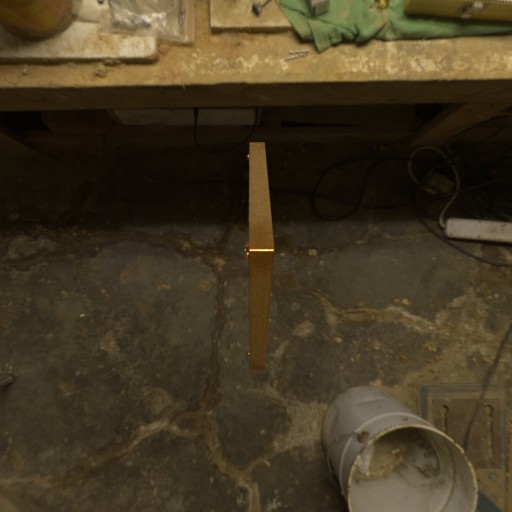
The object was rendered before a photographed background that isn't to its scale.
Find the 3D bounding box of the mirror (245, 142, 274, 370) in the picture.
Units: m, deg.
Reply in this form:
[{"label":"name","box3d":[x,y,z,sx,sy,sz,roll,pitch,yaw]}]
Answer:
[{"label":"mirror","box3d":[0.000,0.000,0.814,0.032,0.679,0.419,0,89,-1]}]
